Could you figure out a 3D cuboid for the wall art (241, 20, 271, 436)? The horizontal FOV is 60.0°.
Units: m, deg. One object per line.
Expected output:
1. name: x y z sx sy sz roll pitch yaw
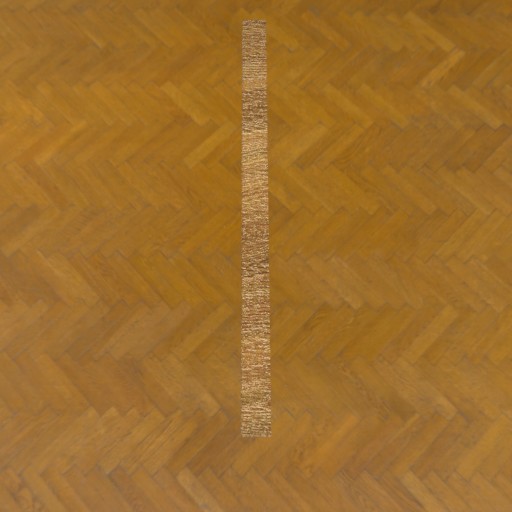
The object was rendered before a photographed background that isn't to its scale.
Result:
1. wall art: 0.000 0.000 0.908 0.042 0.608 0.611 0 75 0
